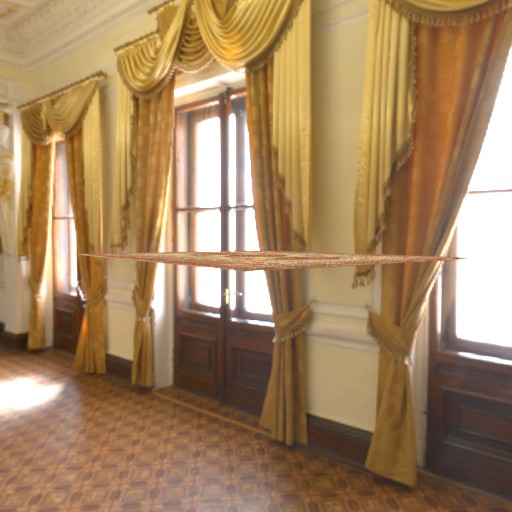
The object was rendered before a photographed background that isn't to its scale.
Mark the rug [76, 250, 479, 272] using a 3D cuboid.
[{"bbox_3d":[0.000,0.000,4.149,2.460,0.005,3.067,-2,3,-37],"label":"rug"}]
